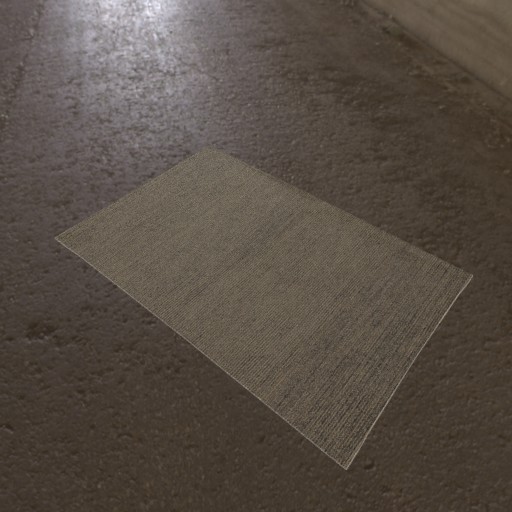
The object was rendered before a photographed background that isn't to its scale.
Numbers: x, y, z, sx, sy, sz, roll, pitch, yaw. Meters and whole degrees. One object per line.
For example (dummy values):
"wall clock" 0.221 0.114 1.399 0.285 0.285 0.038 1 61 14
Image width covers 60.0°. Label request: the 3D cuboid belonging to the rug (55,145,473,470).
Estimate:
"rug" 0.000 0.000 2.206 1.773 0.021 1.149 31 54 27
